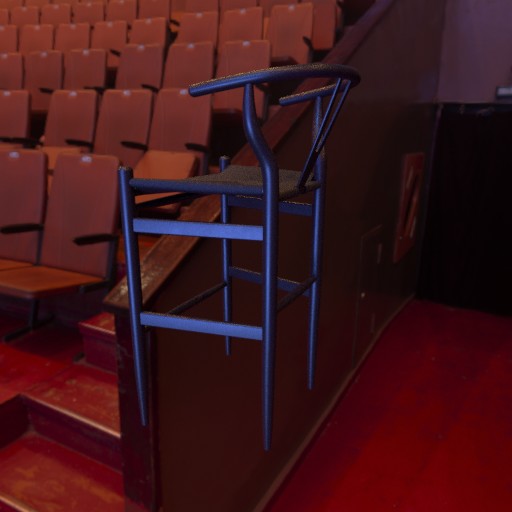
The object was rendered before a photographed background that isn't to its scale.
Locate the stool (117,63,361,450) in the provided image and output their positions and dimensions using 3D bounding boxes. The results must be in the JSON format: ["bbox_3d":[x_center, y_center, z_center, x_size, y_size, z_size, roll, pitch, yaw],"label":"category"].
[{"bbox_3d":[0.000,0.000,1.399,0.579,1.072,0.569,8,18,26],"label":"stool"}]
